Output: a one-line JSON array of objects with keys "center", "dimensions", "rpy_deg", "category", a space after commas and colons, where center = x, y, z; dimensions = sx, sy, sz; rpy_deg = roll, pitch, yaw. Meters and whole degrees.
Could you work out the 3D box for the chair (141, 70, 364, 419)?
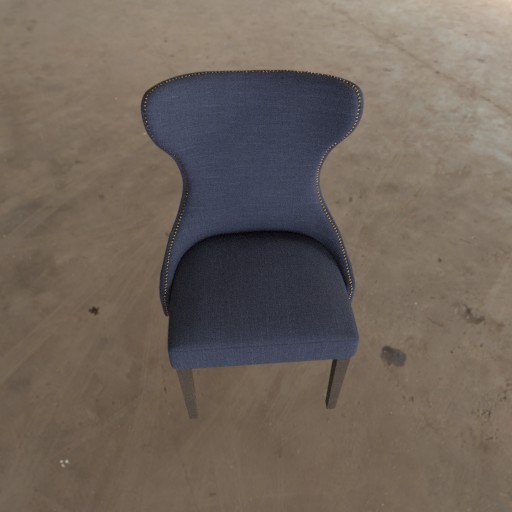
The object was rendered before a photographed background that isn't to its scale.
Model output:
[{"center": [0.000, 0.000, 1.418], "dimensions": [0.628, 0.967, 0.635], "rpy_deg": [-3, 46, -3], "category": "chair"}]
